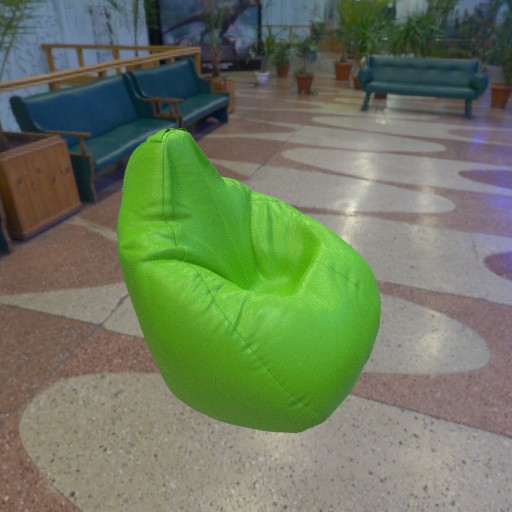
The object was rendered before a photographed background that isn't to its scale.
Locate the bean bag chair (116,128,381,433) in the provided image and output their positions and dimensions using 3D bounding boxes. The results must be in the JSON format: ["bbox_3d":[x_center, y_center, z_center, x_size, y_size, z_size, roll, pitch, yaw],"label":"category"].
[{"bbox_3d":[0.000,0.000,1.857,1.070,0.990,1.070,10,31,18],"label":"bean bag chair"}]
